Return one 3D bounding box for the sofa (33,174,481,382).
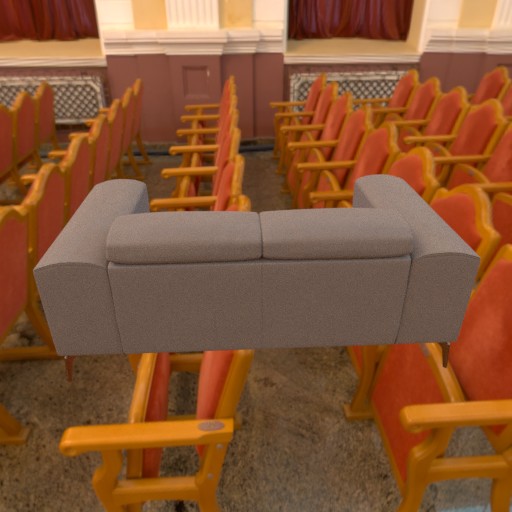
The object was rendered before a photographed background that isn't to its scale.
[{"bbox_3d":[0.000,0.000,2.372,1.895,0.779,1.003,-1,30,-3],"label":"sofa"}]
